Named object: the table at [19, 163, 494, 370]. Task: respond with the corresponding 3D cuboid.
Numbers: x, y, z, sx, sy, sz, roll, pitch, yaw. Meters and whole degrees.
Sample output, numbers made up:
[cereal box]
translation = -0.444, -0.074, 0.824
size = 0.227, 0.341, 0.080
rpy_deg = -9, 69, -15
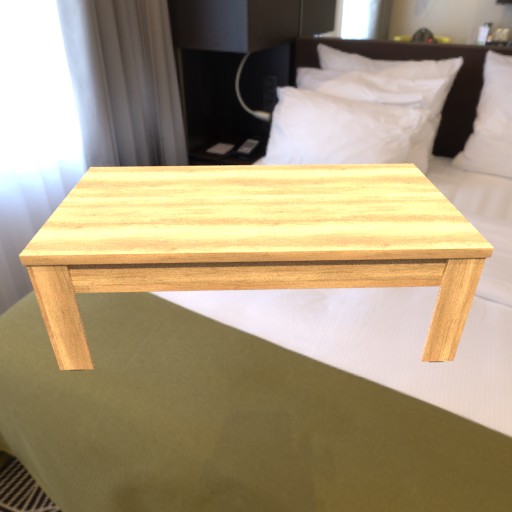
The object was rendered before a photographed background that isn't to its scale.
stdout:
[table]
translation = 0.000, 0.000, 1.677
size = 1.350, 0.460, 0.700
rpy_deg = -1, 32, -2
